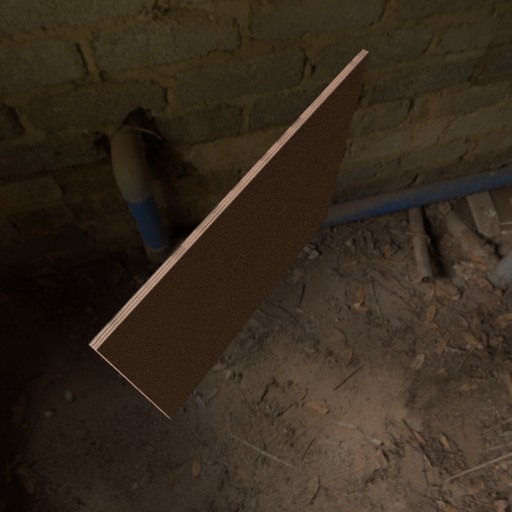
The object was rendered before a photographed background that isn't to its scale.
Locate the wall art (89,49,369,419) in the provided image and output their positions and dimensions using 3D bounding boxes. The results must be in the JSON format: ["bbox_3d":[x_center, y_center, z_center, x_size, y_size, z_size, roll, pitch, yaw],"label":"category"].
[{"bbox_3d":[0.000,0.000,0.681,0.010,0.408,0.508,32,66,16],"label":"wall art"}]
